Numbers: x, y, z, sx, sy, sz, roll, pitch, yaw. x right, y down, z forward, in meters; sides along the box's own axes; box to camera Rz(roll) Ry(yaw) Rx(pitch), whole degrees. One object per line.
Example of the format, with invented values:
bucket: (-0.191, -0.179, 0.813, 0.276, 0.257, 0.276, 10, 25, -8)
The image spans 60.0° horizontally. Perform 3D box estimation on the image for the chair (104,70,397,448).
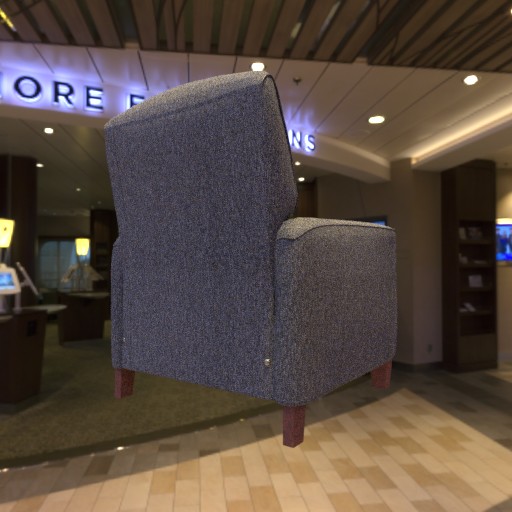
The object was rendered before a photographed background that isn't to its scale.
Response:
chair: (0.000, 0.000, 1.652, 0.848, 1.014, 0.864, -1, -1, 36)
